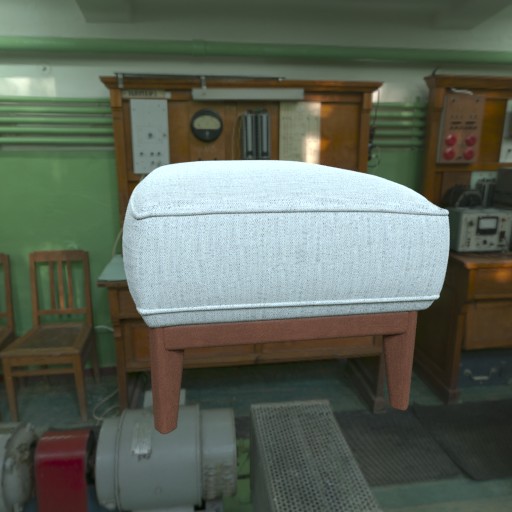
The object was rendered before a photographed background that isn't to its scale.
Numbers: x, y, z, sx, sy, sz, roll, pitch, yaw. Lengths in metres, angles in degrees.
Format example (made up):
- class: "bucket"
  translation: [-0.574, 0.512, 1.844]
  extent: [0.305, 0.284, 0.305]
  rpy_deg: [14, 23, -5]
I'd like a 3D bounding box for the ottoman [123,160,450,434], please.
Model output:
- class: "ottoman"
  translation: [0.000, 0.000, 1.136]
  extent: [0.594, 0.465, 0.794]
  rpy_deg: [-2, 15, -9]
